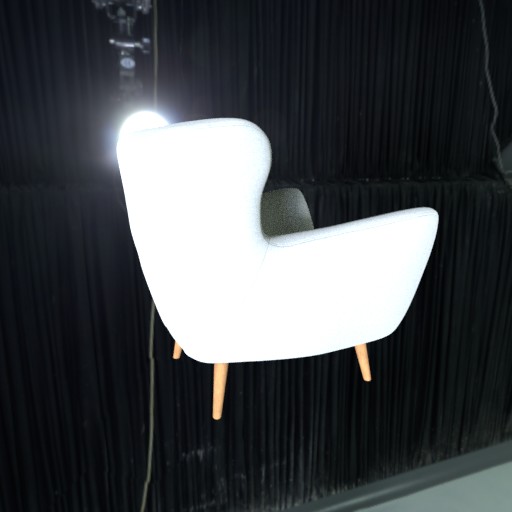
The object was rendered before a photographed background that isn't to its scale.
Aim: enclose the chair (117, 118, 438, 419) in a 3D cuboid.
[{"bbox_3d":[0.000,0.000,1.590,0.889,0.889,0.890,-6,15,-25],"label":"chair"}]
